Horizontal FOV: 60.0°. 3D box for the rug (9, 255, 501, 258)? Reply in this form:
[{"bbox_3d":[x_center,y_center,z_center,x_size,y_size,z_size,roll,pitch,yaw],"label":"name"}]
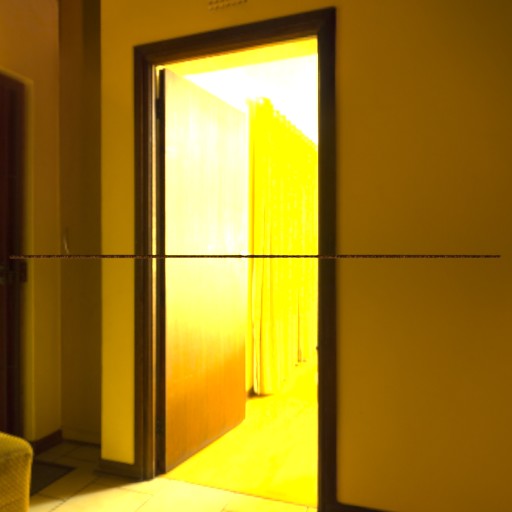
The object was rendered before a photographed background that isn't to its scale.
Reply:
[{"bbox_3d":[0.000,0.000,2.213,1.808,0.011,1.189,0,0,0],"label":"rug"}]
